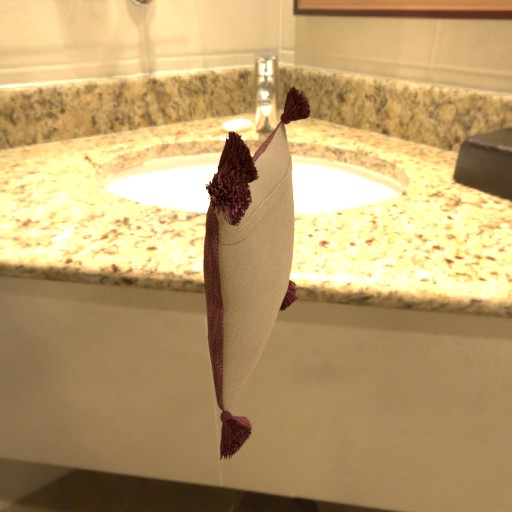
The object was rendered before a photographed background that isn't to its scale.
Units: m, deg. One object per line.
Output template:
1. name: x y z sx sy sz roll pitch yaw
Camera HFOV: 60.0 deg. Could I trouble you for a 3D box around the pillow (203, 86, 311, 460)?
1. pillow: 0.000 0.000 0.984 0.138 0.659 0.641 8 31 14
